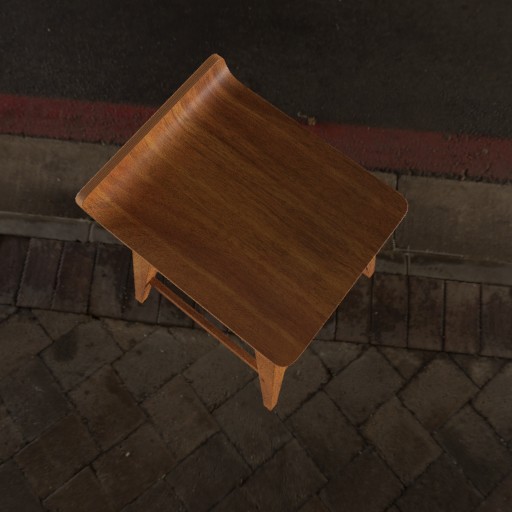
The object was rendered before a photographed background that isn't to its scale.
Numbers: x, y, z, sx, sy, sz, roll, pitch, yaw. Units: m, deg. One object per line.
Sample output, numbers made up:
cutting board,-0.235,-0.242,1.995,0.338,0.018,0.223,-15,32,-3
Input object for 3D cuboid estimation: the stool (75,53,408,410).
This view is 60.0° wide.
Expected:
stool,0.000,0.000,0.993,0.500,0.650,0.500,37,78,9
